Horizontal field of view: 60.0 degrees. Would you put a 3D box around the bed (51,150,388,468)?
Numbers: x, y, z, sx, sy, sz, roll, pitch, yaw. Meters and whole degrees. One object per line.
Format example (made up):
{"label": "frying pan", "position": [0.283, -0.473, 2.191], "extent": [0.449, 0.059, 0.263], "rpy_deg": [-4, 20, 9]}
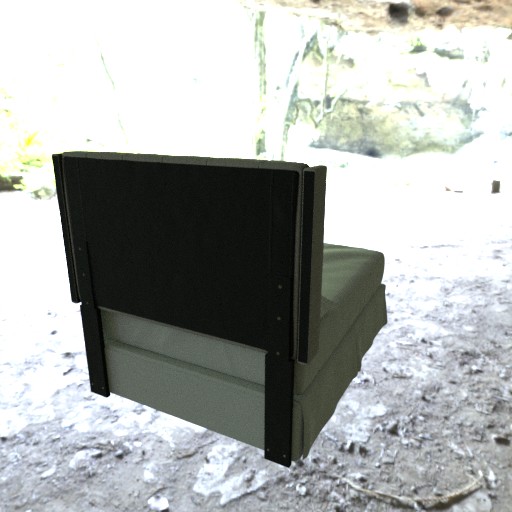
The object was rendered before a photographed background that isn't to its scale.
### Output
{"label": "bed", "position": [0.000, 0.000, 3.408], "extent": [1.719, 1.665, 2.066], "rpy_deg": [9, 20, 26]}
